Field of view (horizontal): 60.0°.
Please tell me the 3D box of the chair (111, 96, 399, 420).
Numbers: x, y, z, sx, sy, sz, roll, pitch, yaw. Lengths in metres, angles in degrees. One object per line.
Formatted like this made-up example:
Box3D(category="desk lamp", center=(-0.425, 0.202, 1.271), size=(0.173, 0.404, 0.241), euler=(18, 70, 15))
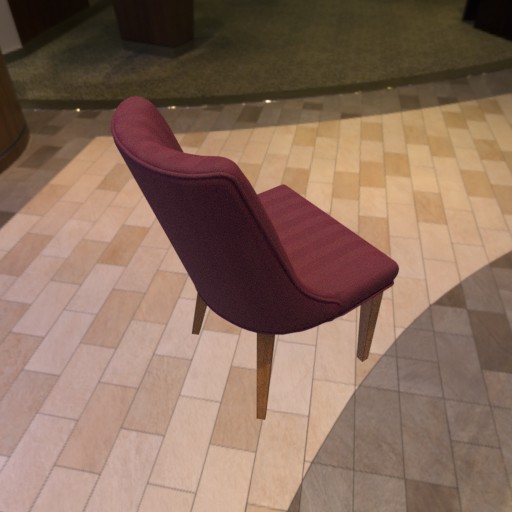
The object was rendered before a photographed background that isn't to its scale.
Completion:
Box3D(category="chair", center=(0.000, 0.000, 1.295), size=(0.638, 0.916, 0.548), euler=(-25, 47, -26))
